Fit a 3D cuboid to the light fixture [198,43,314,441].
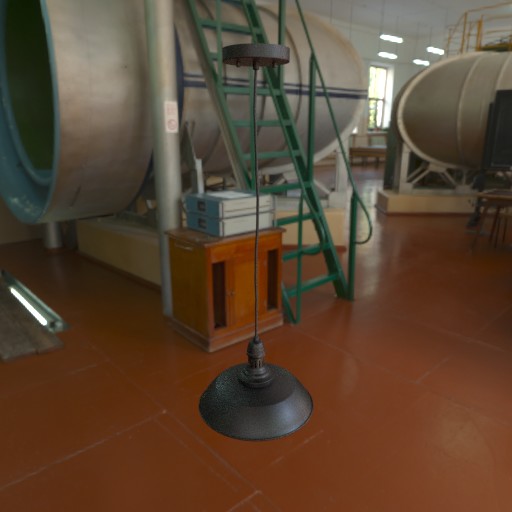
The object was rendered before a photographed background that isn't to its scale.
[{"bbox_3d":[0.000,0.000,1.162,0.331,0.993,0.331,-2,17,-7],"label":"light fixture"}]
